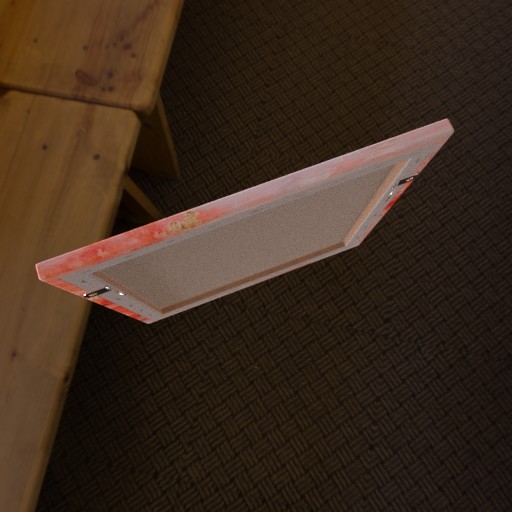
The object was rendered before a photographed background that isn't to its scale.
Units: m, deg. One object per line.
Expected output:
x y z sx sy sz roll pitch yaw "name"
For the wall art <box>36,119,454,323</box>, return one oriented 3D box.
0.000 0.000 1.300 0.878 0.878 0.066 -20 77 -5 "wall art"
